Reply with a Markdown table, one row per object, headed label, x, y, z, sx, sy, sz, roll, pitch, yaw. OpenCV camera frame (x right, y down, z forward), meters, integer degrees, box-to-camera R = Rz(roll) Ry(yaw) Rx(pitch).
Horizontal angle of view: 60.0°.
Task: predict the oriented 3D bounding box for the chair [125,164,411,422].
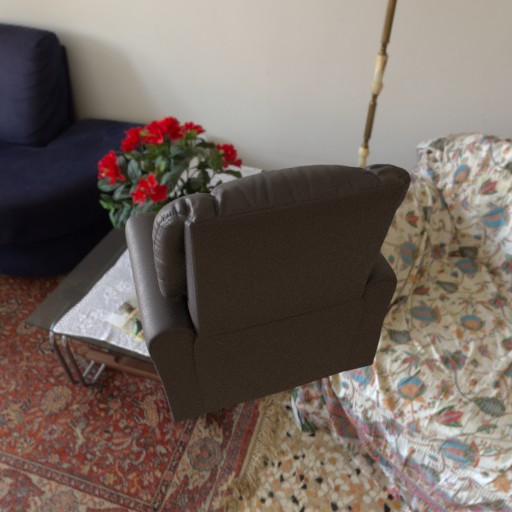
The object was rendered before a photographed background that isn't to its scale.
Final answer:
| label | x | y | z | sx | sy | sz | roll | pitch | yaw |
| --- | --- | --- | --- | --- | --- | --- | --- | --- | --- |
| chair | 0.000 | 0.000 | 1.122 | 0.610 | 0.709 | 0.521 | -12 | 43 | -14 |
